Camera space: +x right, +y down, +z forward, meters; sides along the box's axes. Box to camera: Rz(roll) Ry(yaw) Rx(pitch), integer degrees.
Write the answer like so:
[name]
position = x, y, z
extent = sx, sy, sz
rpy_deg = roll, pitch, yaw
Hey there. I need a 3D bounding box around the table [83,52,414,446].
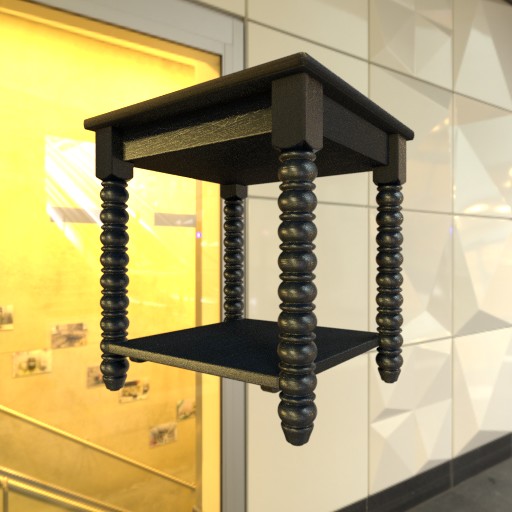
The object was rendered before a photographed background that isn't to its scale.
[table]
position = 0.000, 0.000, 0.965
extent = 0.533, 0.567, 0.500
rpy_deg = 0, 0, 36
